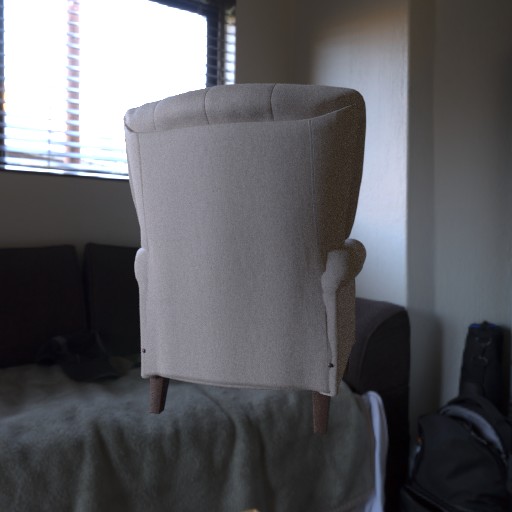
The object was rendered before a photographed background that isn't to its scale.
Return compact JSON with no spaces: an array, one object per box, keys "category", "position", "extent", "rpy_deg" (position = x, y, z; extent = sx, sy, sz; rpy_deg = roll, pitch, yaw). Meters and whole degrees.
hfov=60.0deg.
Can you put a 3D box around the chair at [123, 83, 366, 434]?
[{"category":"chair","position":[0.000,0.000,1.913],"extent":[0.942,1.209,1.025],"rpy_deg":[1,2,17]}]
